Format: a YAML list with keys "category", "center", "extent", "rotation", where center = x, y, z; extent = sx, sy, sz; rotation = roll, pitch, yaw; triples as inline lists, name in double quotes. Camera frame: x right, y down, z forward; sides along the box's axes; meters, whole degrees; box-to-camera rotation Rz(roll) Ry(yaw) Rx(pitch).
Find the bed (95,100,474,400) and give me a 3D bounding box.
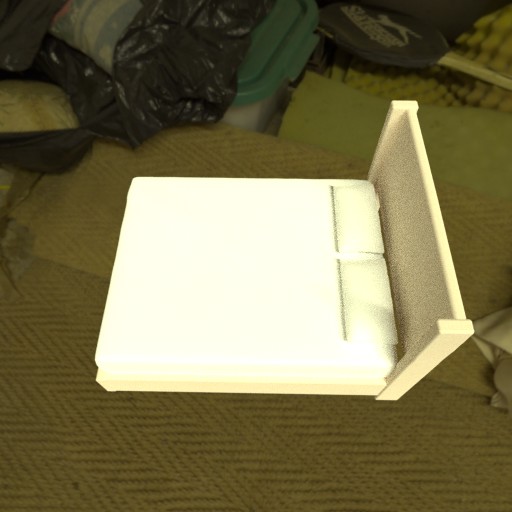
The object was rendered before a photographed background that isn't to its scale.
- category: "bed"
  center: [0.000, 0.000, 3.373]
  extent: [2.293, 1.471, 1.778]
  rotation: [1, 59, 1]
